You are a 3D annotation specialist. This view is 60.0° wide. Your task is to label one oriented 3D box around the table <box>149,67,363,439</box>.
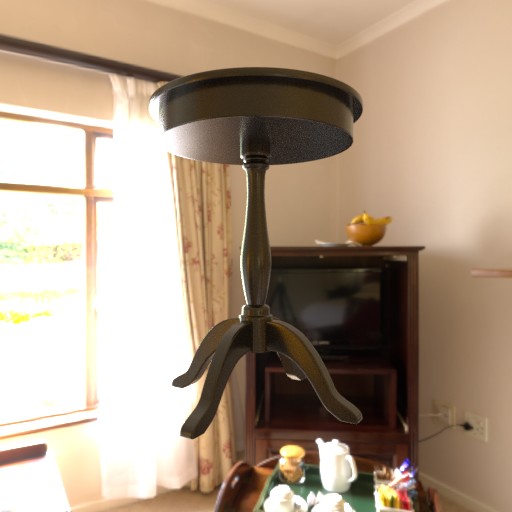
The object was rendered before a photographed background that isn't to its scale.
[{"bbox_3d":[0.000,0.000,1.014,0.481,0.665,0.481,0,0,0],"label":"table"}]
